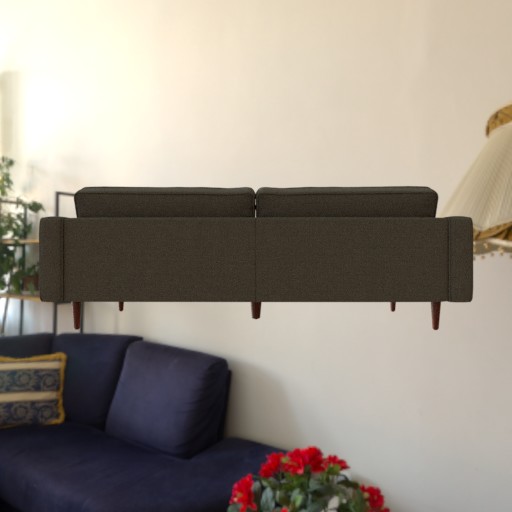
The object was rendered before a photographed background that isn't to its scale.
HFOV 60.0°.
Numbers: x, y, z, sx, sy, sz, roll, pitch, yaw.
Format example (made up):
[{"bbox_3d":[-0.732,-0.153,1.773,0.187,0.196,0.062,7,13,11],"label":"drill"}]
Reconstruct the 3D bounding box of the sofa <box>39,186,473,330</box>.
[{"bbox_3d":[0.000,0.000,2.674,2.198,0.762,0.914,0,0,0],"label":"sofa"}]
